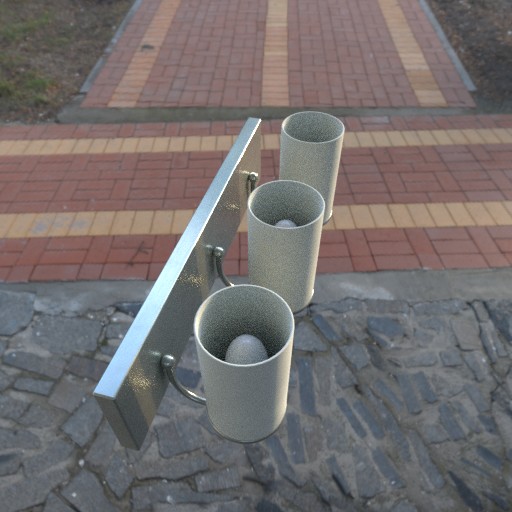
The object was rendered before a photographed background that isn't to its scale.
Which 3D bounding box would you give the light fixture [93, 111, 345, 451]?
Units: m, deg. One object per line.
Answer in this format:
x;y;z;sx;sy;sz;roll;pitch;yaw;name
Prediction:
0.000;0.000;0.521;0.145;0.172;0.451;11;47;10;light fixture
